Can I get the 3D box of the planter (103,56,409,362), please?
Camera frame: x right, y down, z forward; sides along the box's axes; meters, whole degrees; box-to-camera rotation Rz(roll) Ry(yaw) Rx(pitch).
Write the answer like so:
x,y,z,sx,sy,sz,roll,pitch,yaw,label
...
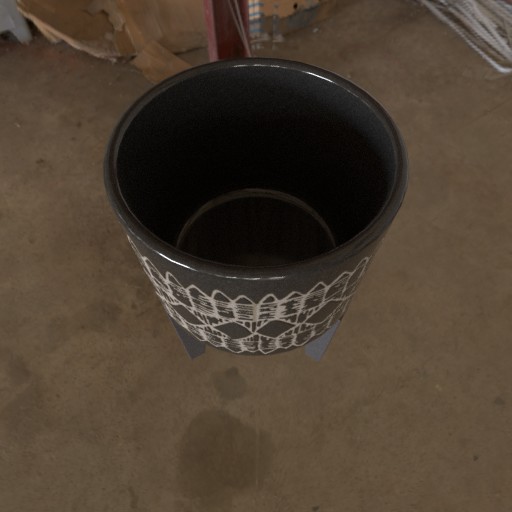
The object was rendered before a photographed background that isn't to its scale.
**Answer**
x,y,z,sx,sy,sz,roll,pitch,yaw,label
0.000,0.000,0.397,0.196,0.264,0.196,1,58,1,planter
